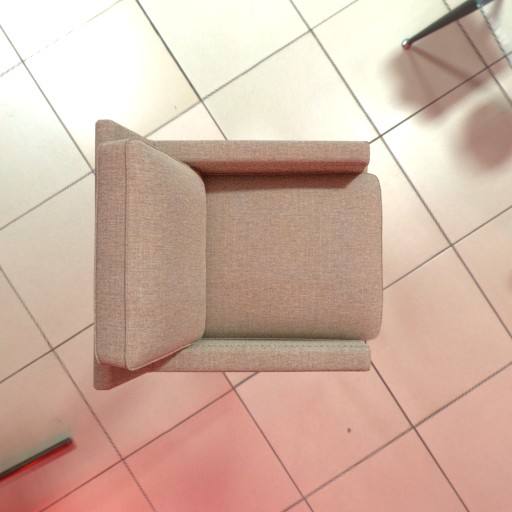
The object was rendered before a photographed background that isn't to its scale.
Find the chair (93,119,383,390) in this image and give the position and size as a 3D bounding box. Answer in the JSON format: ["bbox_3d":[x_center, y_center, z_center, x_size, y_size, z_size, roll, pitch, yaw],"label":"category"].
[{"bbox_3d":[0.000,0.000,1.708,1.014,0.943,0.853,0,89,0],"label":"chair"}]
